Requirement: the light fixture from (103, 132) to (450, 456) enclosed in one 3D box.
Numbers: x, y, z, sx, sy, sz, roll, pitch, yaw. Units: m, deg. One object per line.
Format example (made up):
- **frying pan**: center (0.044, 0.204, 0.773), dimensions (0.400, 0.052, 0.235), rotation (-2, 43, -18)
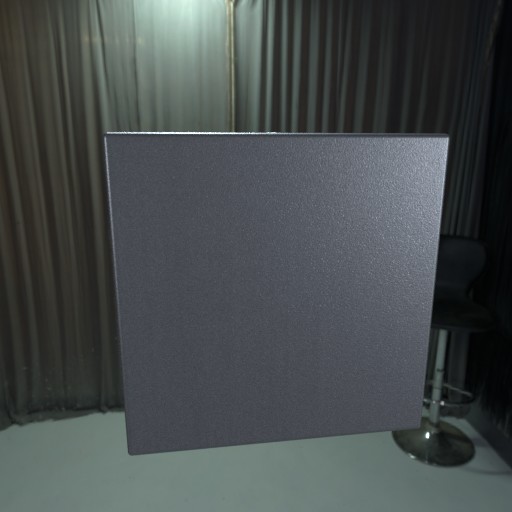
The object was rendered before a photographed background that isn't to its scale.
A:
- **light fixture**: center (0.000, 0.000, 0.233), dimensions (0.121, 0.121, 0.143), rotation (-2, 14, -8)
